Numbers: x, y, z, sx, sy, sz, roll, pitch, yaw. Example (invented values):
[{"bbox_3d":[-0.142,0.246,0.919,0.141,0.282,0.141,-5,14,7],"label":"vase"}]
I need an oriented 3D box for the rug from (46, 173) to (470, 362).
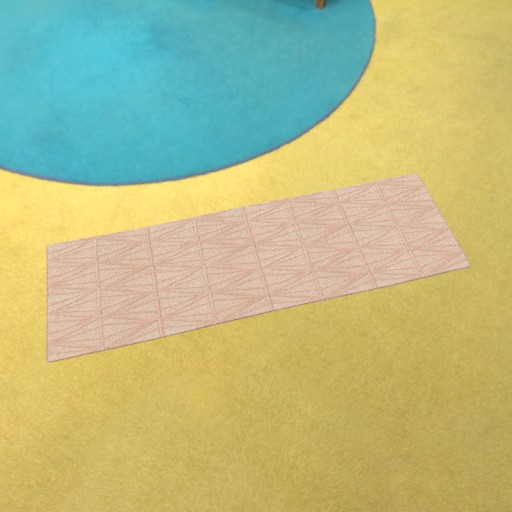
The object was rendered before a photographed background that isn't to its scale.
[{"bbox_3d":[0.000,0.000,2.648,2.435,0.015,0.760,-12,59,-7],"label":"rug"}]
